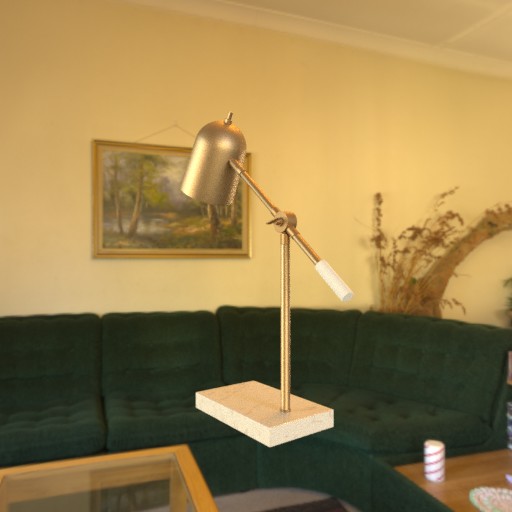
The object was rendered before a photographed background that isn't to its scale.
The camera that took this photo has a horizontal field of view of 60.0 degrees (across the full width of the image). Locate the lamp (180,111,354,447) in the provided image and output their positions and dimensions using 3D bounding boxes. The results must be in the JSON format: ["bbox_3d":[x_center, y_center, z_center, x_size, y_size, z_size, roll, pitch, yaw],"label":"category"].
[{"bbox_3d":[0.000,0.000,0.846,0.144,0.603,0.471,0,-1,-37],"label":"lamp"}]
